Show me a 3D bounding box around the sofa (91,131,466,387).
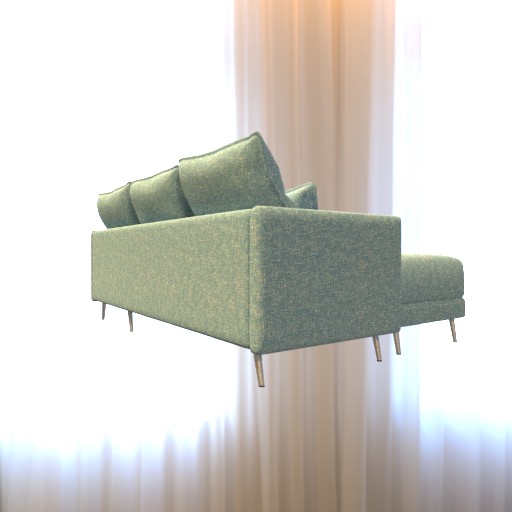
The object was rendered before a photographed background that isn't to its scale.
[{"bbox_3d":[0.000,0.000,2.693,1.420,0.899,2.034,0,1,-35],"label":"sofa"}]
